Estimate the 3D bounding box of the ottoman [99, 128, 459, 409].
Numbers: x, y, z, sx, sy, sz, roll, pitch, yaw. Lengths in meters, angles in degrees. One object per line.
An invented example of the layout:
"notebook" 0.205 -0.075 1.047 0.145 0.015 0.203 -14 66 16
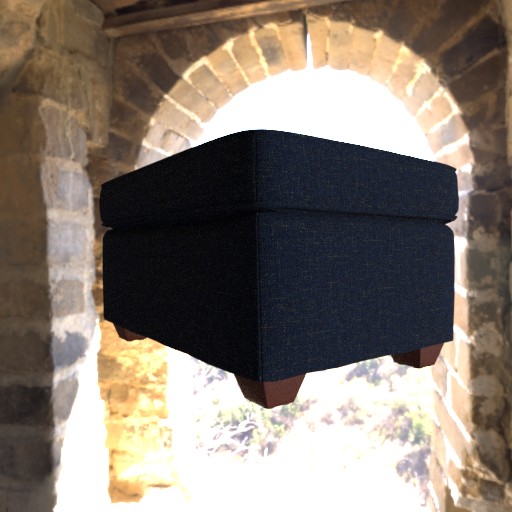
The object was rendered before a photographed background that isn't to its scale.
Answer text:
"ottoman" 0.000 0.000 1.055 0.549 0.450 0.749 -1 1 -36
